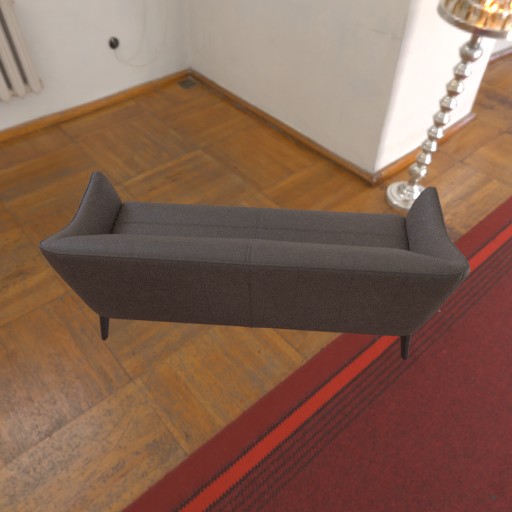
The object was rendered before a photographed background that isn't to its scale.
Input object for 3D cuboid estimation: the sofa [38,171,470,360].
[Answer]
[{"bbox_3d":[0.000,0.000,2.343,1.928,0.831,0.869,3,47,3],"label":"sofa"}]
